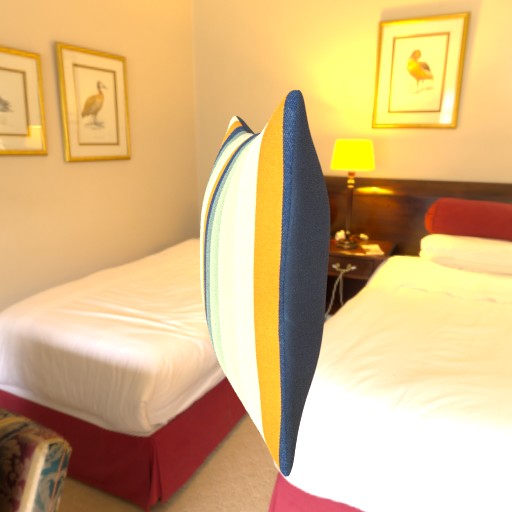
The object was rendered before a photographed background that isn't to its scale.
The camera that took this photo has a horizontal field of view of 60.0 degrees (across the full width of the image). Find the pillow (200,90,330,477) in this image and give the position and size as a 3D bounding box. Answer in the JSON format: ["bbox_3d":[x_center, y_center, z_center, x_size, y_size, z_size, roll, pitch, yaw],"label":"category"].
[{"bbox_3d":[0.000,0.000,0.710,0.173,0.454,0.463,-3,15,-10],"label":"pillow"}]
